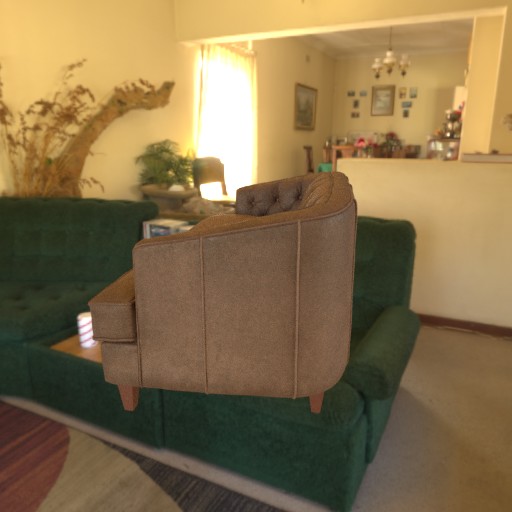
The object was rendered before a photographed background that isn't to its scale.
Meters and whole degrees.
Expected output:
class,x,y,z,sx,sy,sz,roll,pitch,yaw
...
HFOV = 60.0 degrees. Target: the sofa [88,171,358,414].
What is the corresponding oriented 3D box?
class,x,y,z,sx,sy,sz,roll,pitch,yaw
sofa,0.000,0.000,2.257,0.917,0.799,1.767,2,15,9
